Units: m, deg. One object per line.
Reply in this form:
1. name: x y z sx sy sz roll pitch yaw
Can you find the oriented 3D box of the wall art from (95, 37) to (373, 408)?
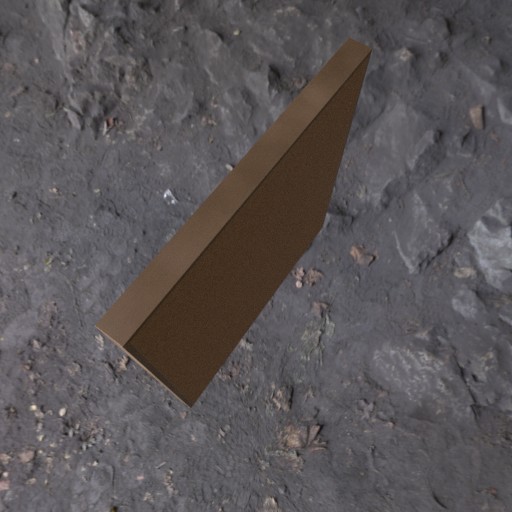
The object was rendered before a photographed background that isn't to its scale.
1. wall art: 0.000 0.000 0.762 0.038 0.511 0.513 32 69 14
